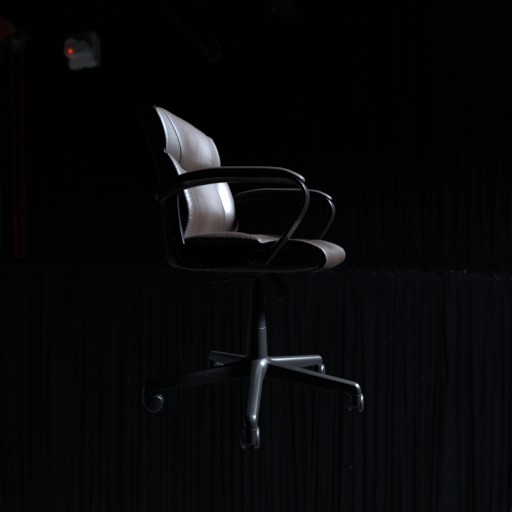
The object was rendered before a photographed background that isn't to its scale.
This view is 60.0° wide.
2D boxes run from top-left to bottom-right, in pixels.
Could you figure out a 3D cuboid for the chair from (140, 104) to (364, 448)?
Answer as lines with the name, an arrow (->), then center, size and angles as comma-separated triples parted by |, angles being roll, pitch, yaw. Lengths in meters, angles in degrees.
chair -> 0.000, 0.000, 1.513 | 0.717, 1.004, 0.739 | 0, 1, 18
